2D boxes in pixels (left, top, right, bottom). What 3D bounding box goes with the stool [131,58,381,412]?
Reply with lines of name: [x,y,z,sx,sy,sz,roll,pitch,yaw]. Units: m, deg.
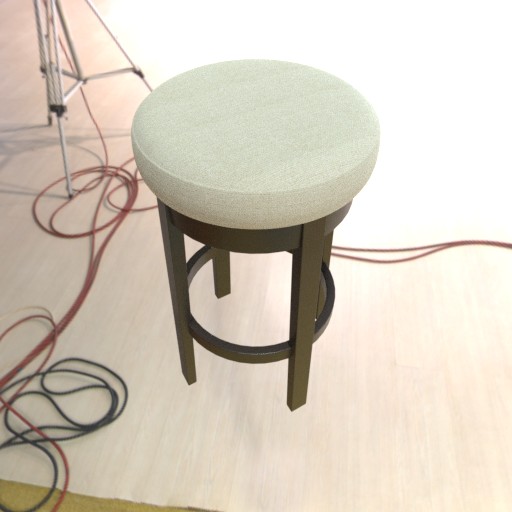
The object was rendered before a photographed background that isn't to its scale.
stool: [0.000,0.000,1.014,0.446,0.758,0.446,0,47,0]
